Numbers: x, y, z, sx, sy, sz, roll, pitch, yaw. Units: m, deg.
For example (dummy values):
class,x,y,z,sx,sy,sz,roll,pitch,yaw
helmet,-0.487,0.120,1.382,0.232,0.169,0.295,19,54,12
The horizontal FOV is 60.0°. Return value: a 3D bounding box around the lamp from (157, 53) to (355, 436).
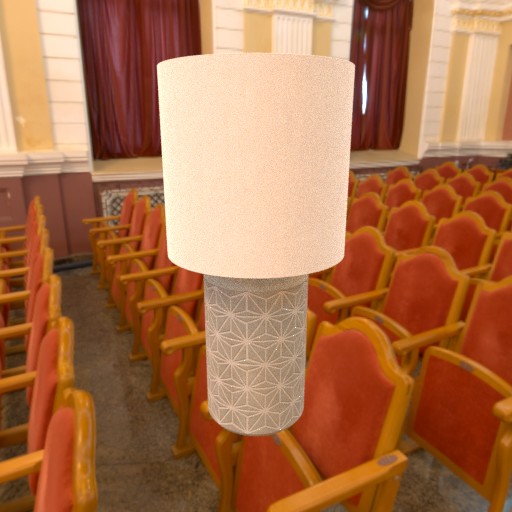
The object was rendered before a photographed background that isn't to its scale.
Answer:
class,x,y,z,sx,sy,sz,roll,pitch,yaw
lamp,0.000,0.000,0.530,0.206,0.416,0.206,-8,18,-25
